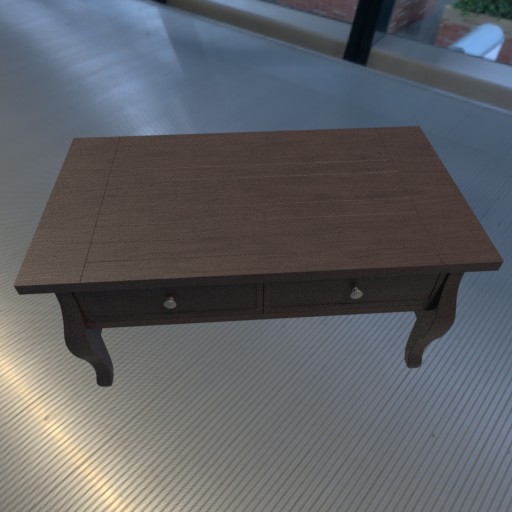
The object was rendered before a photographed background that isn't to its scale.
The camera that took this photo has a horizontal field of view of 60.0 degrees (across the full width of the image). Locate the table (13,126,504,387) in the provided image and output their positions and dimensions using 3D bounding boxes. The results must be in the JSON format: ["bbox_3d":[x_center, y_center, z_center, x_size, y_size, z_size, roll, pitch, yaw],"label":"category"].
[{"bbox_3d":[0.000,0.000,1.336,1.062,0.494,0.600,-3,46,-3],"label":"table"}]
